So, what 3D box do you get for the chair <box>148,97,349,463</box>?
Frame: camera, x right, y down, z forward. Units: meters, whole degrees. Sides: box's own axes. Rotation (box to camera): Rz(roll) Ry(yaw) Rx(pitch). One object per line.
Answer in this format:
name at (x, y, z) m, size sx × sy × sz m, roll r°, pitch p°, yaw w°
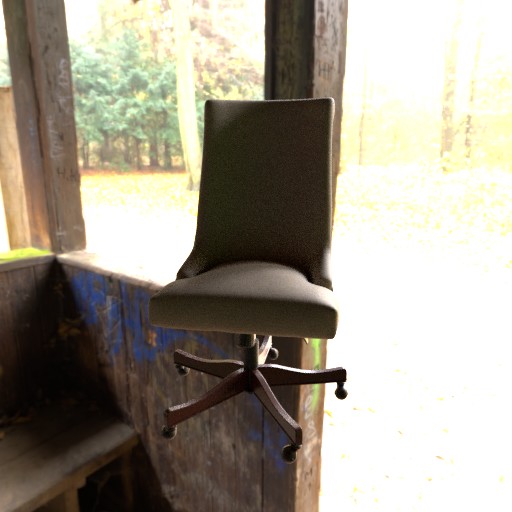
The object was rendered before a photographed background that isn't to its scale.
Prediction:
chair at (0.000, 0.000, 1.447) m, size 0.645 × 1.010 × 0.696 m, roll 3°, pitch 15°, yaw 9°
